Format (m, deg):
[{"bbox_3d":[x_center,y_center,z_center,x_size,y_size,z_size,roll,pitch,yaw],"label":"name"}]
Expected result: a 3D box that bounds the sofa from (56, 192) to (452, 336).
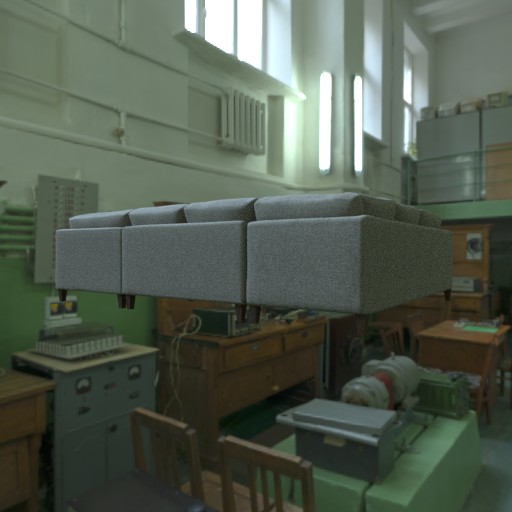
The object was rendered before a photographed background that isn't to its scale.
[{"bbox_3d":[0.000,0.000,4.742,3.460,0.959,2.593,0,1,35],"label":"sofa"}]
